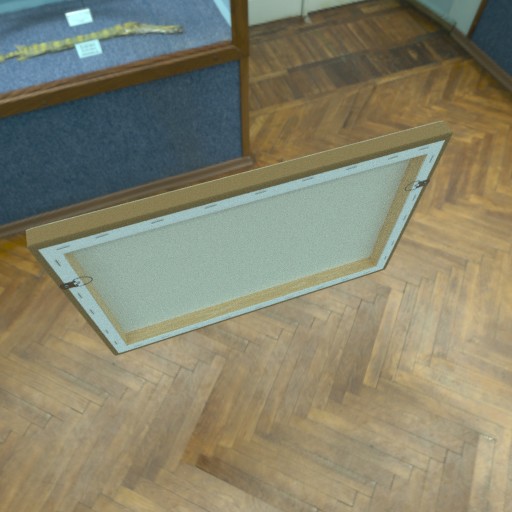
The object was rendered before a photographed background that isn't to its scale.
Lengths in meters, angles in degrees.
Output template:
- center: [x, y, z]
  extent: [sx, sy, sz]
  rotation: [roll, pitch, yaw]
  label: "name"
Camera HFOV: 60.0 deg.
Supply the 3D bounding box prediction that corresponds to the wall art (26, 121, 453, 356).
- center: [0.000, 0.000, 0.485]
  extent: [0.380, 0.254, 0.019]
  rotation: [-17, 60, -10]
  label: "wall art"
